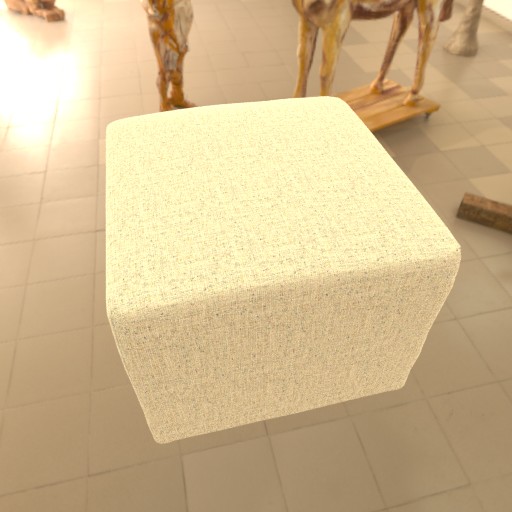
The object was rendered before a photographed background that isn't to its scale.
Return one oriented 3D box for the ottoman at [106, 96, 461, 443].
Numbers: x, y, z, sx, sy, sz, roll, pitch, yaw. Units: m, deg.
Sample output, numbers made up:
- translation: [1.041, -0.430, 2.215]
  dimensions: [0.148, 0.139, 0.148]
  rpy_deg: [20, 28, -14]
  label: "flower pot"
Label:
- translation: [0.000, 0.000, 0.897]
  dimensions: [0.512, 0.453, 0.521]
  rpy_deg: [-10, 46, -9]
  label: "ottoman"
